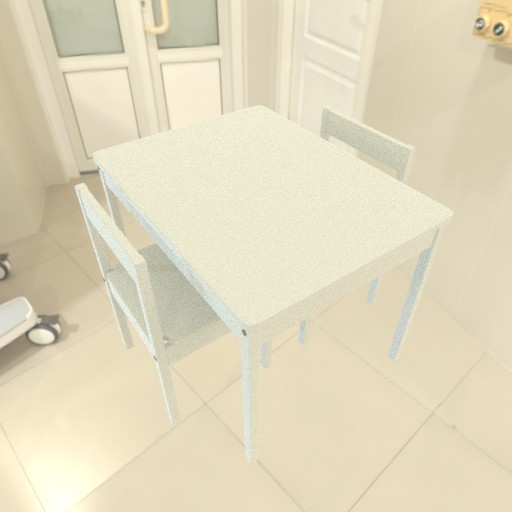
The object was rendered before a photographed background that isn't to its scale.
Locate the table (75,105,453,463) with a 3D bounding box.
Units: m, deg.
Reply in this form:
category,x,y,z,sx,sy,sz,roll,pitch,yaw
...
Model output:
category,x,y,z,sx,sy,sz,roll,pitch,yaw
table,0.000,0.000,1.089,0.672,0.503,0.650,-25,47,-26
